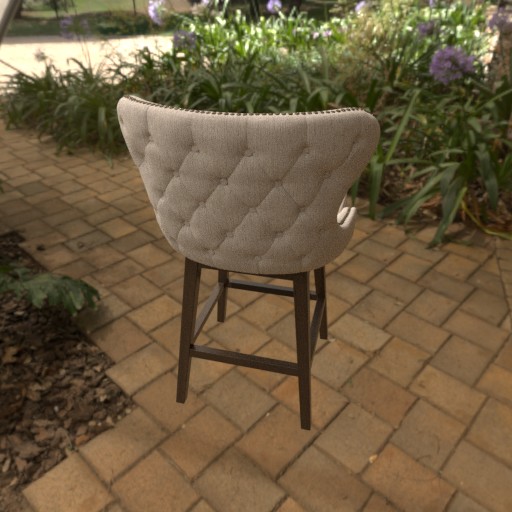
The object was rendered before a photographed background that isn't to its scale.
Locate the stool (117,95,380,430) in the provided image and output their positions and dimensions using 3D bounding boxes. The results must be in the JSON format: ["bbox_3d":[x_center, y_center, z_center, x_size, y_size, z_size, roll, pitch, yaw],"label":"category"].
[{"bbox_3d":[0.000,0.000,1.336,0.615,0.972,0.597,7,31,12],"label":"stool"}]
